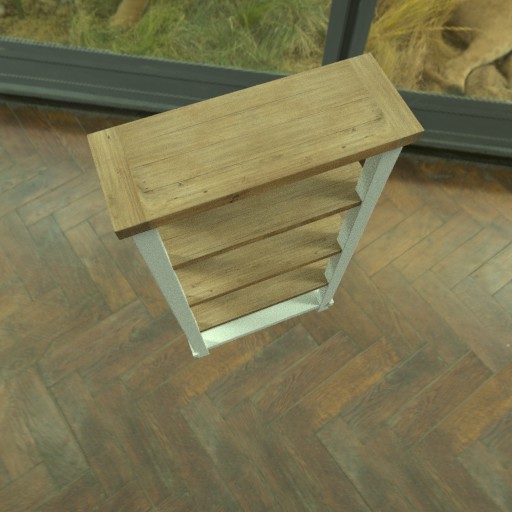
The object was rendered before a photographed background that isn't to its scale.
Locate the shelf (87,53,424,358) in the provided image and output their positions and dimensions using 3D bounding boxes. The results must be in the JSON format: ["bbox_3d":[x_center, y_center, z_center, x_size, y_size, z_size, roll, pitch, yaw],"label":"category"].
[{"bbox_3d":[0.000,0.000,2.276,1.022,1.878,0.381,-19,67,-9],"label":"shelf"}]
